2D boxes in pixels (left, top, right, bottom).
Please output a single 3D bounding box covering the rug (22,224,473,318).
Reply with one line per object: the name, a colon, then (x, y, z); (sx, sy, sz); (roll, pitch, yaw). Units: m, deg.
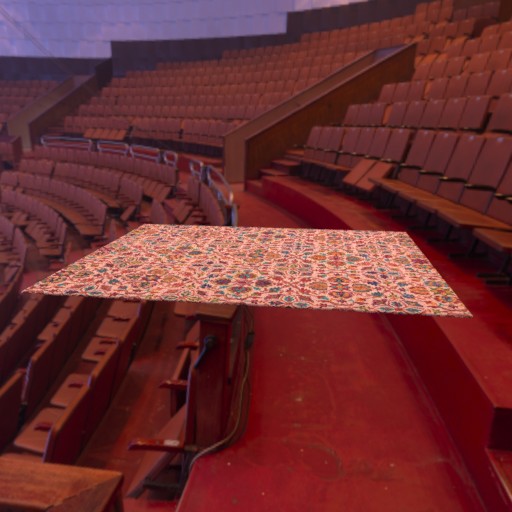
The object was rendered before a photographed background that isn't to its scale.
rug: (0.000, 0.000, 4.264); (3.215, 0.020, 2.446); (2, 16, 8)
